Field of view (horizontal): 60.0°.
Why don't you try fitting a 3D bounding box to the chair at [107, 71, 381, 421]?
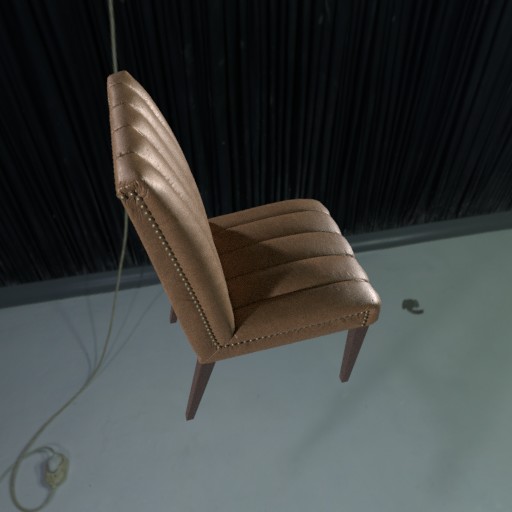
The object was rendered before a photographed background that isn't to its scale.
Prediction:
[{"bbox_3d":[0.000,0.000,1.348,0.647,1.016,0.511,-11,47,-11],"label":"chair"}]
